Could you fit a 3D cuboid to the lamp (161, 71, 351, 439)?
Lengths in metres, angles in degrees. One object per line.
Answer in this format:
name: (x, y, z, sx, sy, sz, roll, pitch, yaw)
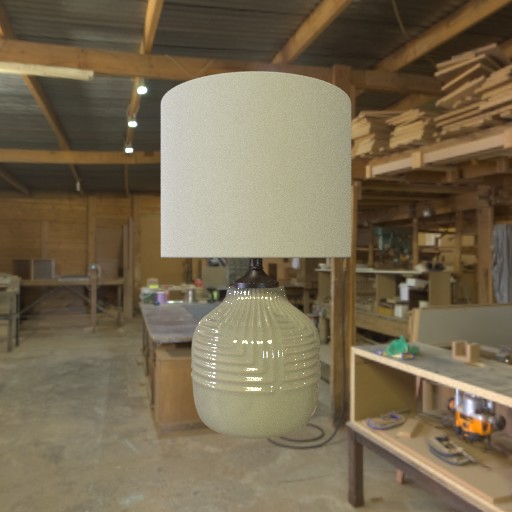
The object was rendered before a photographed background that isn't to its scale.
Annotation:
lamp: (0.000, 0.000, 0.757, 0.318, 0.567, 0.318, 0, 0, 0)
